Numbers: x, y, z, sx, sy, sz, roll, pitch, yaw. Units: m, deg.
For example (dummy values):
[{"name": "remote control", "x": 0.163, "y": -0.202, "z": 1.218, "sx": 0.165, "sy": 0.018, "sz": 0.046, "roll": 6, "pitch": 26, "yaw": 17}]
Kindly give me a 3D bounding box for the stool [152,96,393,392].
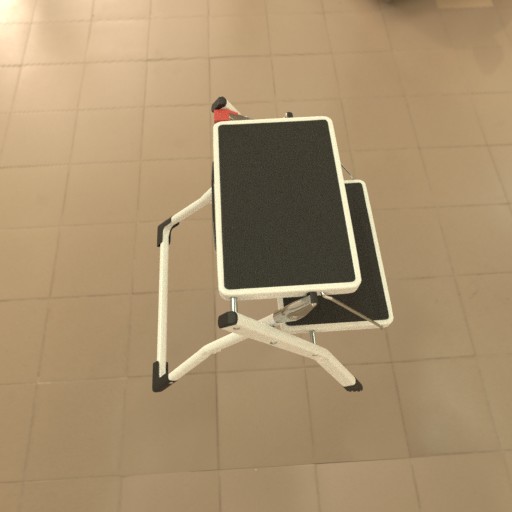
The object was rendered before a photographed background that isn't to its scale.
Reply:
[{"name": "stool", "x": 0.000, "y": 0.000, "z": 0.883, "sx": 0.490, "sy": 0.445, "sz": 0.485, "roll": -3, "pitch": 64, "yaw": -2}]
